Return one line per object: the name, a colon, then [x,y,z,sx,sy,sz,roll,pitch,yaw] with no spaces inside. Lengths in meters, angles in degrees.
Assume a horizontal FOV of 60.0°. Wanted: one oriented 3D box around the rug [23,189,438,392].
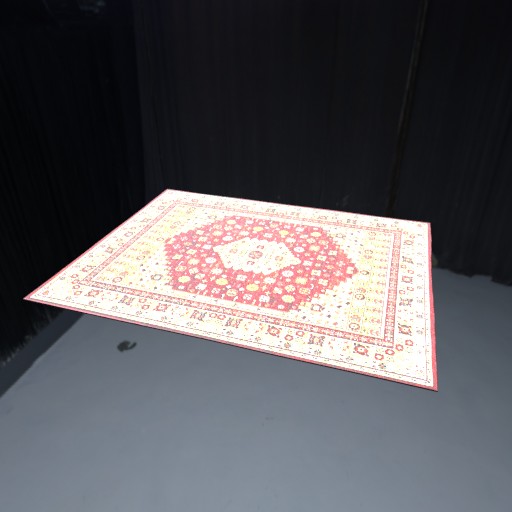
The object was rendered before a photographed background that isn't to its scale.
rug: [0.000,0.000,4.031,3.053,0.013,2.387,9,32,15]
